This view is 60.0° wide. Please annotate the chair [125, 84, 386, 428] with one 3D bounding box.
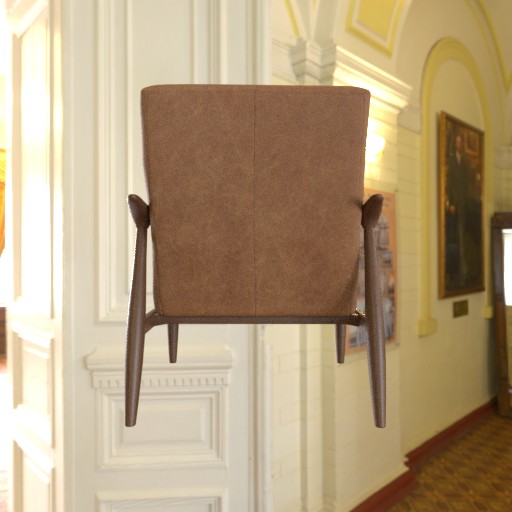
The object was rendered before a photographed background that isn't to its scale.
[{"bbox_3d":[0.000,0.000,1.438,0.741,0.832,0.798,0,0,0],"label":"chair"}]
